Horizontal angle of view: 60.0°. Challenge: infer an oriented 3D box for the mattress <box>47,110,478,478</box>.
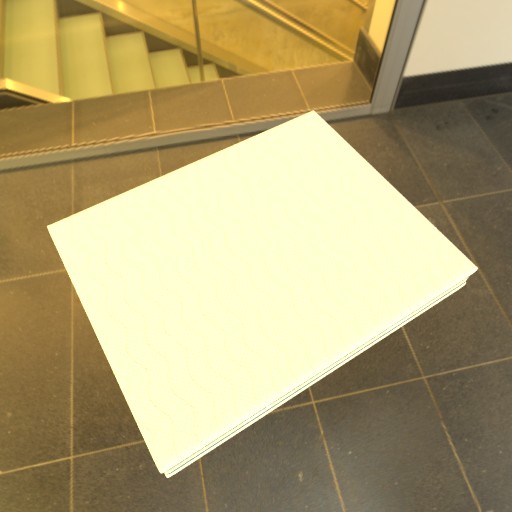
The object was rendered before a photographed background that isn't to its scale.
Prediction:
[{"bbox_3d":[0.000,0.000,2.696,2.000,0.230,1.600,-28,62,-17],"label":"mattress"}]
